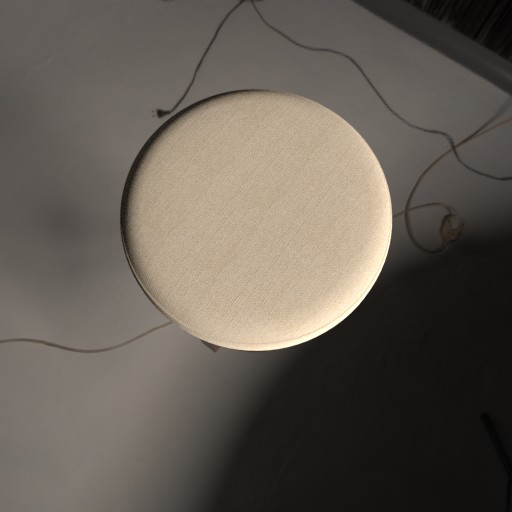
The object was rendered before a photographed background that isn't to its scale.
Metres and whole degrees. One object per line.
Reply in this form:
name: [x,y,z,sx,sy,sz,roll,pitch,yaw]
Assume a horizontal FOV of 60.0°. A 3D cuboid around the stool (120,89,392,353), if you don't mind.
stool: [0.000,0.000,0.973,0.449,0.655,0.449,0,75,0]
